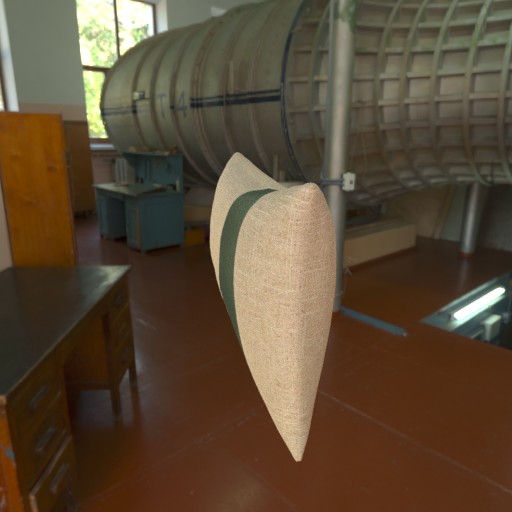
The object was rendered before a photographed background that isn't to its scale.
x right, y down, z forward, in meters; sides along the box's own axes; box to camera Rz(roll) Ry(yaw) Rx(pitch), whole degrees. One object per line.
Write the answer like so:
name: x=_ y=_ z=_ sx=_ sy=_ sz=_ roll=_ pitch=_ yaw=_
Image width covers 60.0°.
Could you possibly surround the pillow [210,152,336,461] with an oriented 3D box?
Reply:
pillow: x=0.000 y=0.000 z=1.016 sx=0.197 sy=0.429 sz=0.859 roll=-2 pitch=16 yaw=-8
